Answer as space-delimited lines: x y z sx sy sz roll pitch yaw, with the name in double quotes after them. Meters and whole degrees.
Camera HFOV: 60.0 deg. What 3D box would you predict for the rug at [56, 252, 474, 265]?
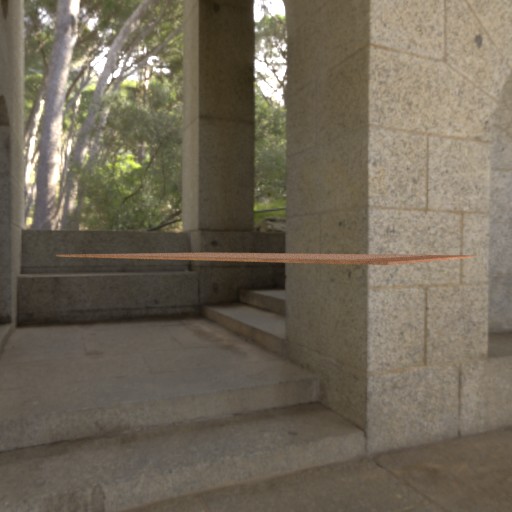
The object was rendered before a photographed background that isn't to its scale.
0.000 0.000 3.039 2.438 0.014 1.524 1 2 37 "rug"
